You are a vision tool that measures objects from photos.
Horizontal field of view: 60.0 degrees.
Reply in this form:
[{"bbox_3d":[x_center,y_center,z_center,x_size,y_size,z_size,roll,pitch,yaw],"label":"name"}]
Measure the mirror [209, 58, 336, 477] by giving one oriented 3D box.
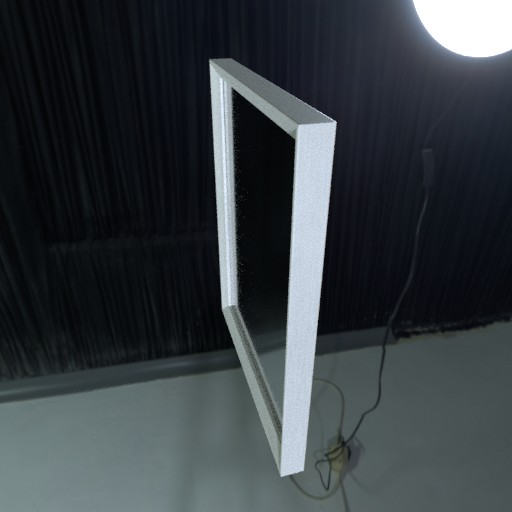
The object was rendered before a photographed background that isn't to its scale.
[{"bbox_3d":[0.000,0.000,0.683,0.041,0.509,0.406,-8,32,-14],"label":"mirror"}]
